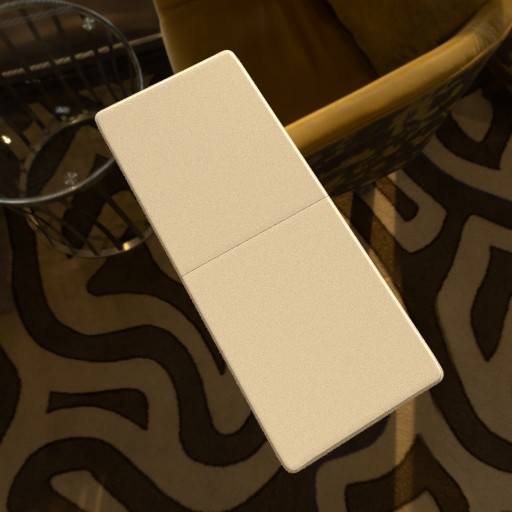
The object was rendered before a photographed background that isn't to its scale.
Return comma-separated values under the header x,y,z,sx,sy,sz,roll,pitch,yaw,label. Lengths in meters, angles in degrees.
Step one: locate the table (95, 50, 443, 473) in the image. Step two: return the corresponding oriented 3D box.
x,y,z,sx,sy,sz,roll,pitch,yaw,label
0.000,0.000,2.308,0.761,0.719,1.829,-29,77,-7,table
